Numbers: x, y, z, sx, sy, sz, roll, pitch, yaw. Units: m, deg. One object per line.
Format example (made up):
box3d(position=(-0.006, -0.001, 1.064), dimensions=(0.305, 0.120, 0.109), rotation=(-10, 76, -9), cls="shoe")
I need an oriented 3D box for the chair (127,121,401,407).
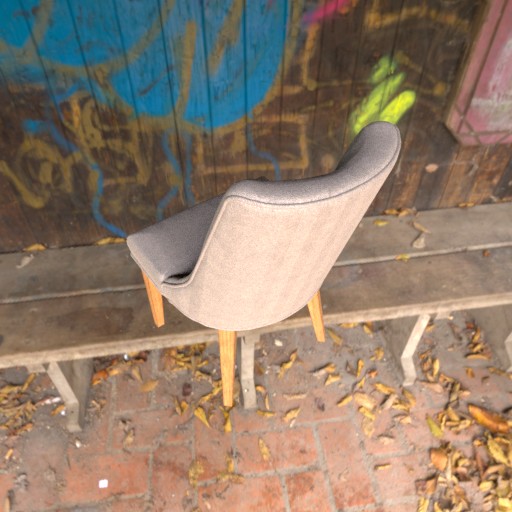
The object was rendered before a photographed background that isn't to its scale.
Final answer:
box3d(position=(0.000, 0.000, 1.302), dimensions=(0.548, 0.916, 0.636), rotation=(-28, 51, -25), cls="chair")
